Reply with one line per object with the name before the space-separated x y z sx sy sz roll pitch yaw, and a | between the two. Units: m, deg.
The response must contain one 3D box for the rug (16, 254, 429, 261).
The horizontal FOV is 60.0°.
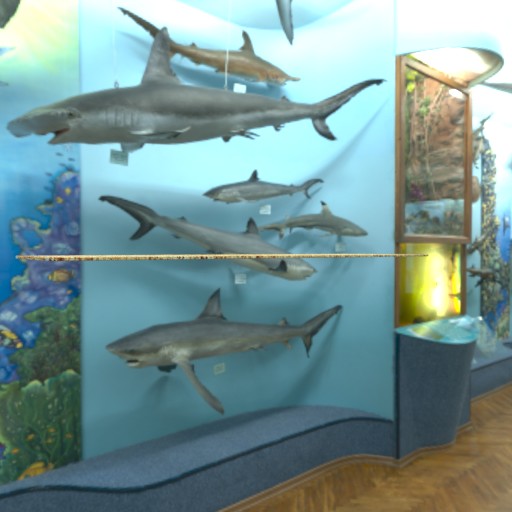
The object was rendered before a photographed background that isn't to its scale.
rug | 0.000 0.000 2.421 2.237 0.014 0.680 0 1 -37
